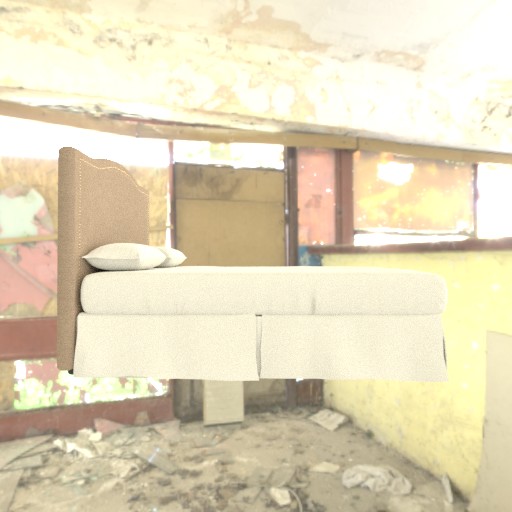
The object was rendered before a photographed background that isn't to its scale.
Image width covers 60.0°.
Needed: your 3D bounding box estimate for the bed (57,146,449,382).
[{"bbox_3d":[0.000,0.000,3.400,2.282,1.436,1.821,0,0,1],"label":"bed"}]
